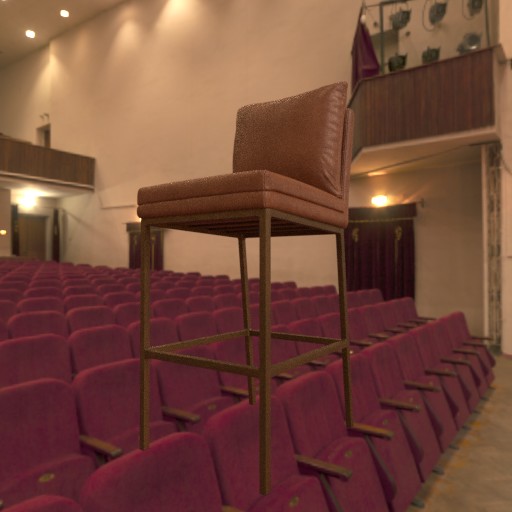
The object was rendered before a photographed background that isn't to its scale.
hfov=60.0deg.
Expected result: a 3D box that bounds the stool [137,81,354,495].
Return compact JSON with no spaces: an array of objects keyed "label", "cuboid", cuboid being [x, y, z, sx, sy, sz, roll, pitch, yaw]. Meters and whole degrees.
[{"label":"stool","cuboid":[0.000,0.000,1.386,0.463,1.124,0.571,-1,-1,36]}]
